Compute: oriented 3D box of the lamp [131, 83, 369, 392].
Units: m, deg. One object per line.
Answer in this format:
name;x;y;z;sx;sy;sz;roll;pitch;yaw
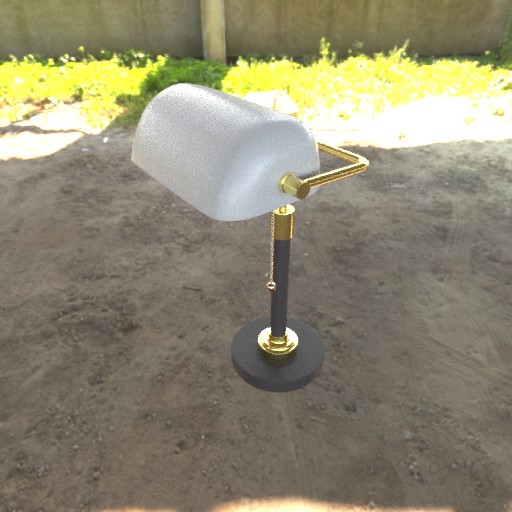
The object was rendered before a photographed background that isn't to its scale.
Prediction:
lamp;0.000;0.000;0.566;0.227;0.404;0.269;-21;38;-30
